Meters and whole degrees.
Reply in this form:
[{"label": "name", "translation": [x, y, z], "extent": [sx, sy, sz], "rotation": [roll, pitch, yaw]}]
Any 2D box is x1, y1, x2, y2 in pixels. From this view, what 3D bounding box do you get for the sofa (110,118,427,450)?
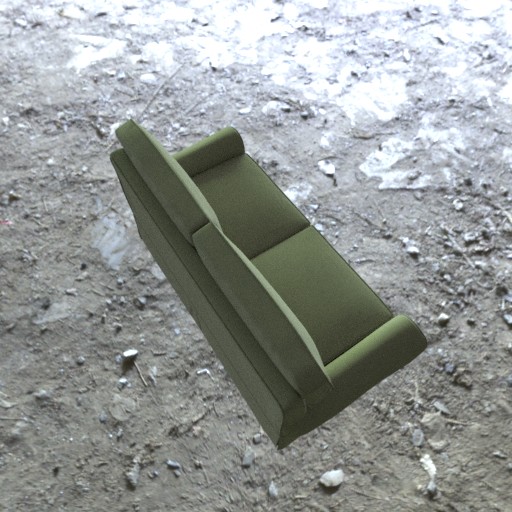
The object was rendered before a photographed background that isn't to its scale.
[{"label": "sofa", "translation": [0.000, 0.000, 2.443], "extent": [0.841, 1.024, 1.823], "rotation": [-29, 62, -17]}]
